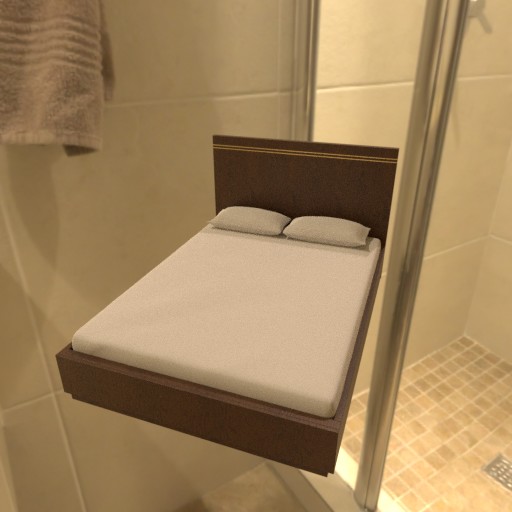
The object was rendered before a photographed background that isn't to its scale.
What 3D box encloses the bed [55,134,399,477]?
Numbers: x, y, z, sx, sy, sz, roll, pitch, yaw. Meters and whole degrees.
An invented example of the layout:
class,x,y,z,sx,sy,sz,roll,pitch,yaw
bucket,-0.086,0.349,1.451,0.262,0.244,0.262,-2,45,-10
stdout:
class,x,y,z,sx,sy,sz,roll,pitch,yaw
bed,0.000,0.000,3.090,1.613,1.169,2.221,9,27,18
